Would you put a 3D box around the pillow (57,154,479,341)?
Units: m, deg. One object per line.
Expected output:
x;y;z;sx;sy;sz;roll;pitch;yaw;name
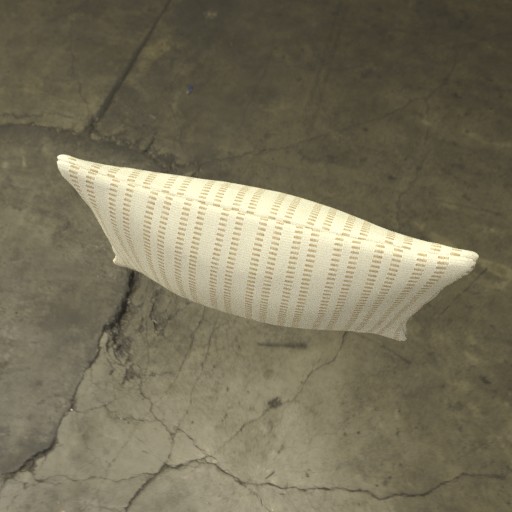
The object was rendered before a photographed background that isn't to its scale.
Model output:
0.000;0.000;0.792;0.640;0.353;0.210;14;64;7;pillow
